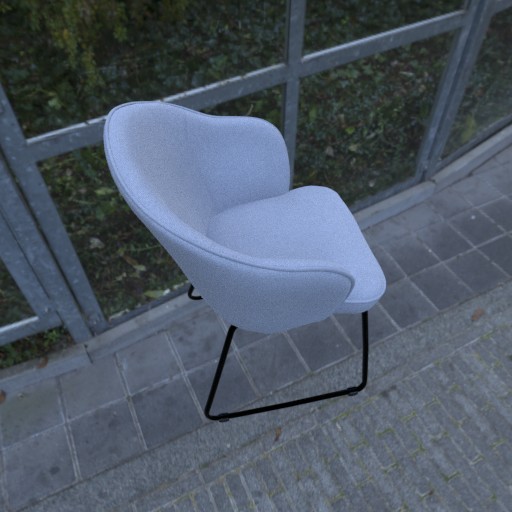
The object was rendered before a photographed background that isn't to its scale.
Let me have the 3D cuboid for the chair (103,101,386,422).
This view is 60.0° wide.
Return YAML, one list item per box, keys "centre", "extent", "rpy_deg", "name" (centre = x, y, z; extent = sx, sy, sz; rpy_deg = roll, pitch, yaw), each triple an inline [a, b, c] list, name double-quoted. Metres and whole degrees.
- centre: [0.000, 0.000, 1.169]
  extent: [0.592, 0.817, 0.570]
  rpy_deg: [-10, 47, -9]
  name: "chair"
